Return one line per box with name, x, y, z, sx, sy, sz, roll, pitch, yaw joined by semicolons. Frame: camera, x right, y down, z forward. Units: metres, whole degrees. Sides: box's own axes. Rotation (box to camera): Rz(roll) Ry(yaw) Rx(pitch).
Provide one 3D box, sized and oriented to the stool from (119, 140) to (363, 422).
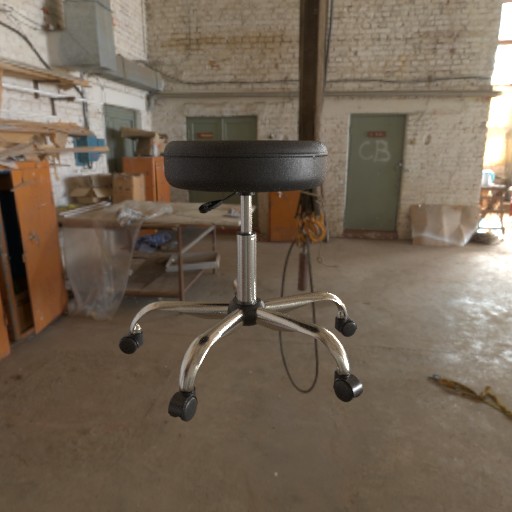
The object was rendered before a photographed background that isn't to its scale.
stool;0.000;0.000;1.144;0.638;0.576;0.673;13;19;42
